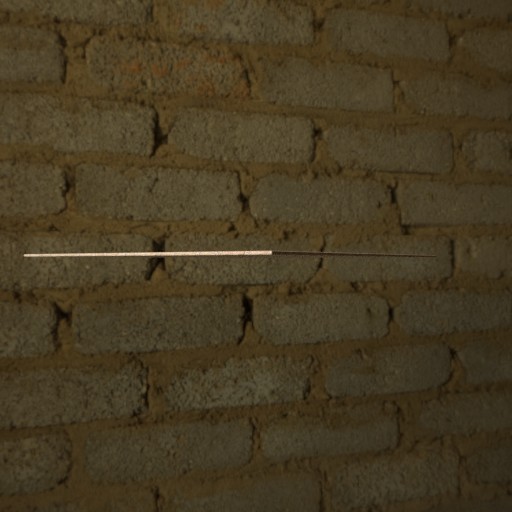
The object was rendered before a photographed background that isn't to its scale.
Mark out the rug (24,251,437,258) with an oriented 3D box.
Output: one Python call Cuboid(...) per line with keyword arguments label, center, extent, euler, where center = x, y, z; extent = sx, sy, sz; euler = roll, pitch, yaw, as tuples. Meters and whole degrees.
Cuboid(label="rug", center=(0.000, 0.000, 4.085), extent=(2.420, 0.019, 3.039), euler=(0, -1, 36))
